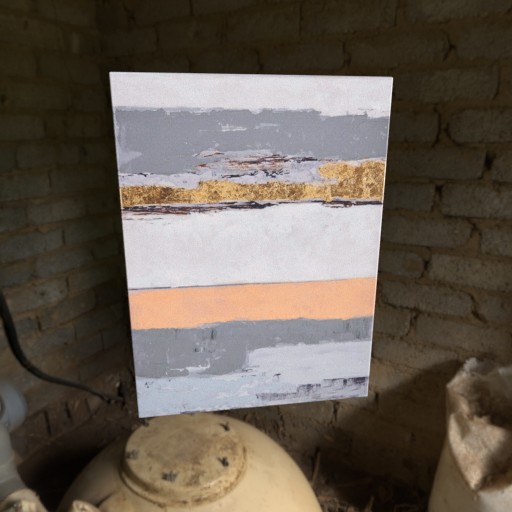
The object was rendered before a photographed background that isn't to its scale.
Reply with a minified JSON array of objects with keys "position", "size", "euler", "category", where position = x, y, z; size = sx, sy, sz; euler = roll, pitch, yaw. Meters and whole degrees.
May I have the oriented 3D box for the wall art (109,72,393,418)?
[{"position":[0.000,0.000,0.804],"size":[0.456,0.609,0.038],"euler":[-2,16,-8],"category":"wall art"}]
